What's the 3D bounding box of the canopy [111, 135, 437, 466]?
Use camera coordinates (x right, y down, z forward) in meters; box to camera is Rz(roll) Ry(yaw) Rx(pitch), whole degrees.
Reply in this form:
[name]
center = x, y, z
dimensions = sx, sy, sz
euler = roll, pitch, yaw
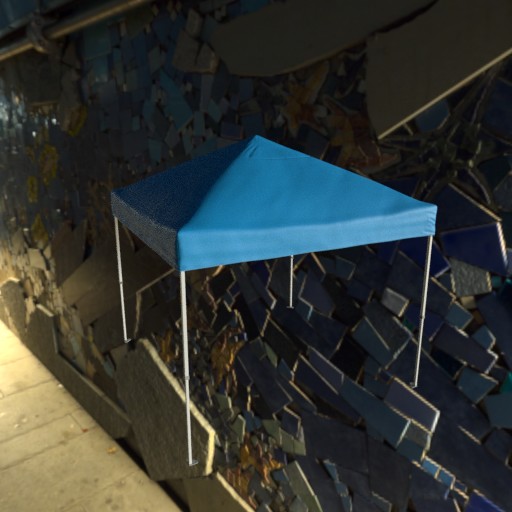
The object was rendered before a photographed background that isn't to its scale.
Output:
[canopy]
center = 0.000, 0.000, 5.692
dimensions = 2.996, 2.997, 2.998
euler = -8, 17, -26
